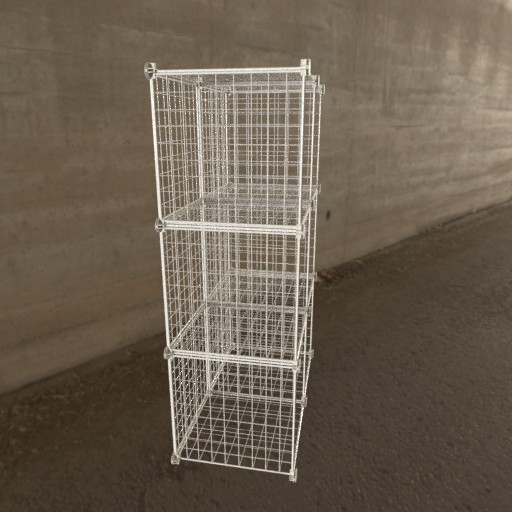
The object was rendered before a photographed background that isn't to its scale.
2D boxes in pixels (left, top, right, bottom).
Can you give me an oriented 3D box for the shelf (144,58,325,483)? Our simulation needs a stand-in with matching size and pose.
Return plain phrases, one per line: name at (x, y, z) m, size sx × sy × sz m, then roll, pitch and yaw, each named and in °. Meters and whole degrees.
shelf at (0.000, 0.000, 1.412) m, size 0.356 × 1.067 × 0.711 m, roll 3°, pitch 17°, yaw 10°
